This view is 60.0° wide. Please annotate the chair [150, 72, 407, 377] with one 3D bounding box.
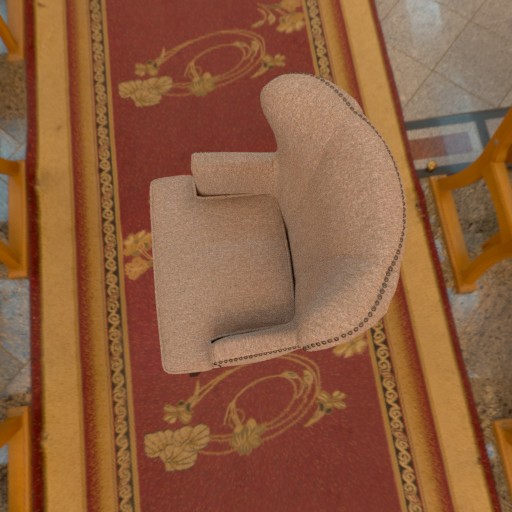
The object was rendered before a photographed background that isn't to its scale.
[{"bbox_3d":[0.000,0.000,1.602,0.758,1.060,0.759,-7,75,-2],"label":"chair"}]
